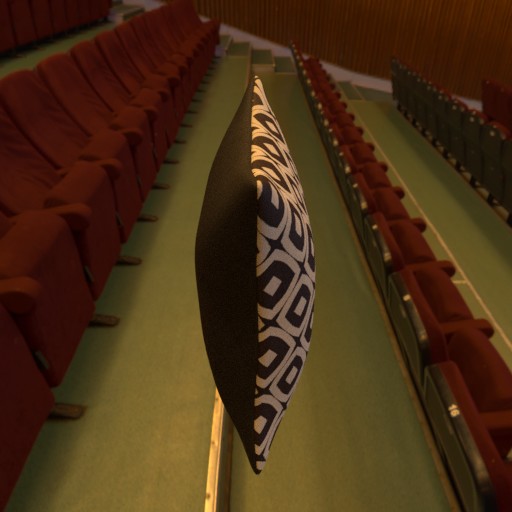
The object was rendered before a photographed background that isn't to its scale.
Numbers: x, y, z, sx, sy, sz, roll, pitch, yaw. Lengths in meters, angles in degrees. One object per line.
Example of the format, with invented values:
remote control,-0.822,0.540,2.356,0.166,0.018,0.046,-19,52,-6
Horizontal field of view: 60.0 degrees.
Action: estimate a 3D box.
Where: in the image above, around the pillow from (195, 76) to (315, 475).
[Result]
pillow,0.000,0.000,0.769,0.188,0.494,0.504,0,33,0
